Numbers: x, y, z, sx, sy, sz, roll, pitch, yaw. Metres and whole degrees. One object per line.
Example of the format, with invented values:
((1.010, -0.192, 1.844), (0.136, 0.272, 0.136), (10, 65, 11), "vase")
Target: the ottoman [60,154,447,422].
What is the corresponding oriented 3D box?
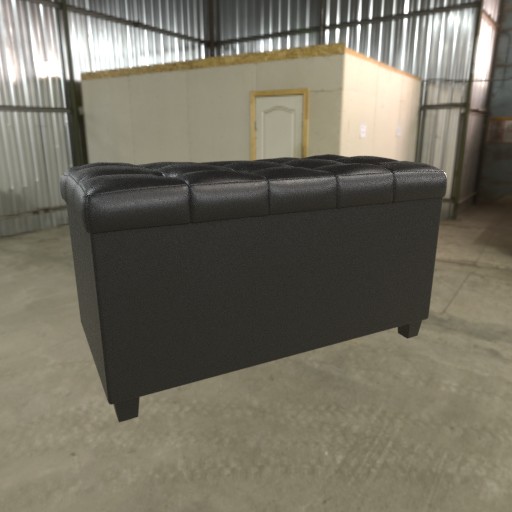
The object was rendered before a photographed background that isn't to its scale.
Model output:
((0.000, 0.000, 1.112), (0.838, 0.470, 0.432), (-8, 18, -26), "ottoman")
